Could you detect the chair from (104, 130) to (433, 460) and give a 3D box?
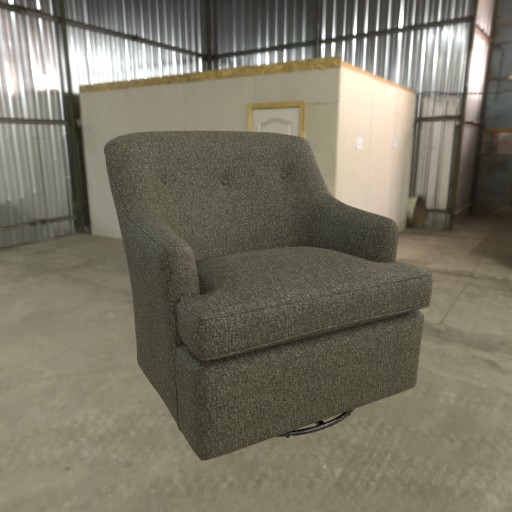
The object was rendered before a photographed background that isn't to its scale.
[{"bbox_3d":[0.000,0.000,1.554,0.864,0.856,0.923,-8,17,-27],"label":"chair"}]
